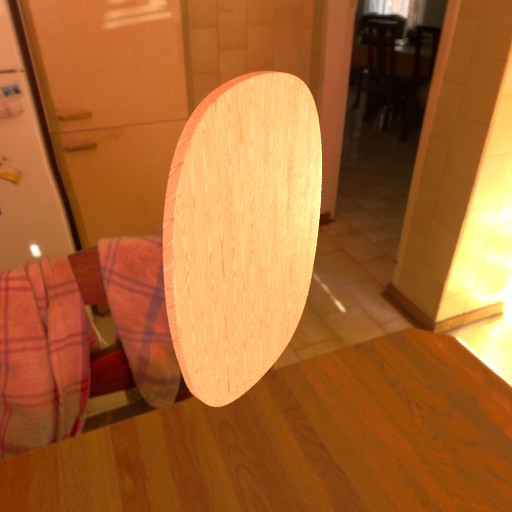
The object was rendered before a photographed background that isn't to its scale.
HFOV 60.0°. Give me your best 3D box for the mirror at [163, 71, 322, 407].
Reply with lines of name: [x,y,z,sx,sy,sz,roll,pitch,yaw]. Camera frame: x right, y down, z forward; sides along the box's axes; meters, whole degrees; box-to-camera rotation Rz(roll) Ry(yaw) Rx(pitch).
mirror: [0.000,0.000,1.394,0.037,1.075,0.724,22,38,31]
